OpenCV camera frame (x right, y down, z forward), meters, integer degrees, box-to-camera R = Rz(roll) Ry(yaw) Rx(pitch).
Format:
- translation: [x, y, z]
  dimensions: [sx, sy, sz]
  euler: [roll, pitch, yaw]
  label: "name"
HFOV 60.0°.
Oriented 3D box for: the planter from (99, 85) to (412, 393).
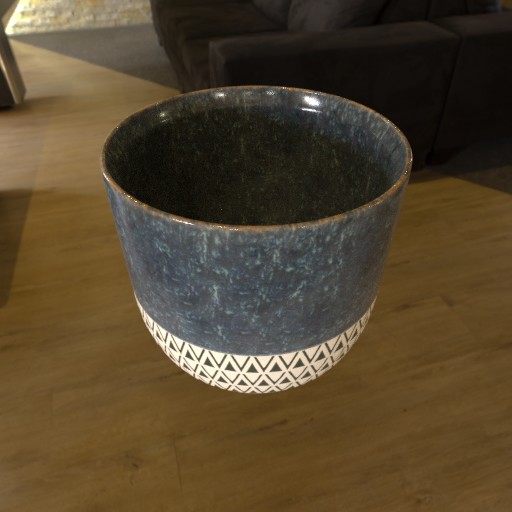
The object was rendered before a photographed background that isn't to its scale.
- translation: [0.000, 0.000, 0.475]
  dimensions: [0.266, 0.270, 0.266]
  euler: [0, 40, 0]
  label: "planter"
